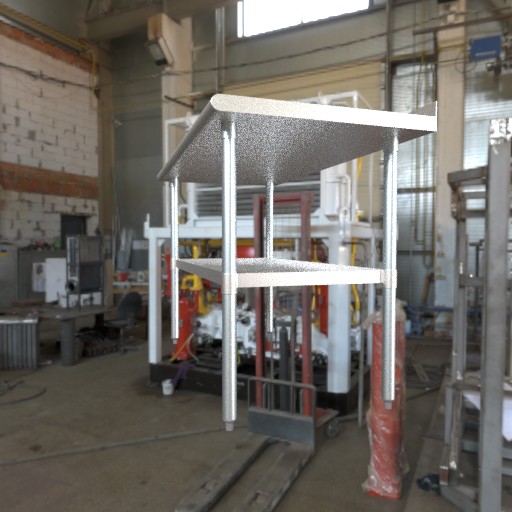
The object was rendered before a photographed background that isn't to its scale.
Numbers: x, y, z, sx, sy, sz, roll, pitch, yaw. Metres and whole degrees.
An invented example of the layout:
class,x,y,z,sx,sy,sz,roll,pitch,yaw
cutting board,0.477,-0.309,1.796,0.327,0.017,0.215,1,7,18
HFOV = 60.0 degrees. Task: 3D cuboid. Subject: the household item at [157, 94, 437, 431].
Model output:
class,x,y,z,sx,sy,sz,roll,pitch,yaw
household item,0.000,0.000,1.671,0.610,0.851,1.219,-1,2,-18
